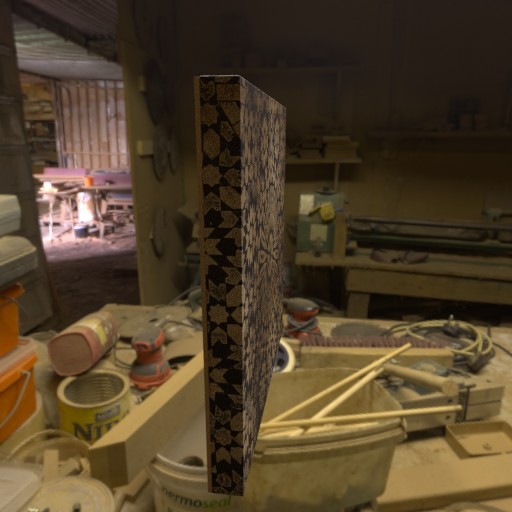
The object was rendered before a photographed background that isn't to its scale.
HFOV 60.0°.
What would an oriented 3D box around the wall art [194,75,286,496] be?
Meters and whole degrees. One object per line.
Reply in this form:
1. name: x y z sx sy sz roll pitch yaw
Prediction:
1. wall art: 0.000 0.000 0.600 0.038 0.405 0.405 2 15 9
